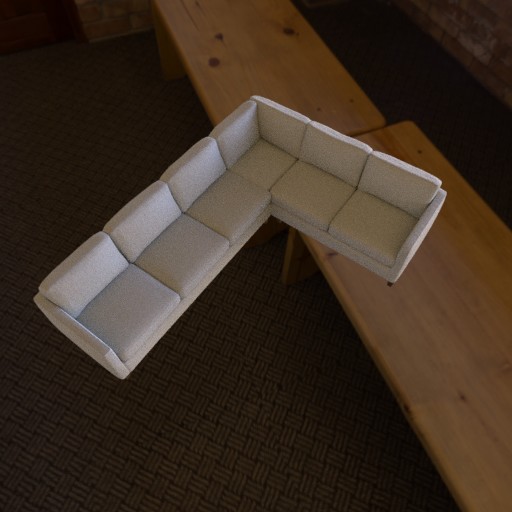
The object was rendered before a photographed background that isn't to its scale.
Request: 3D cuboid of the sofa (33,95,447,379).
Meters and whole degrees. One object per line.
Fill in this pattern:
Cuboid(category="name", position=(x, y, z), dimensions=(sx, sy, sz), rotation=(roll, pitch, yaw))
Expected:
Cuboid(category="sofa", position=(0.000, 0.000, 4.406), dimensions=(2.522, 0.934, 3.333), rotation=(31, 62, 19))
